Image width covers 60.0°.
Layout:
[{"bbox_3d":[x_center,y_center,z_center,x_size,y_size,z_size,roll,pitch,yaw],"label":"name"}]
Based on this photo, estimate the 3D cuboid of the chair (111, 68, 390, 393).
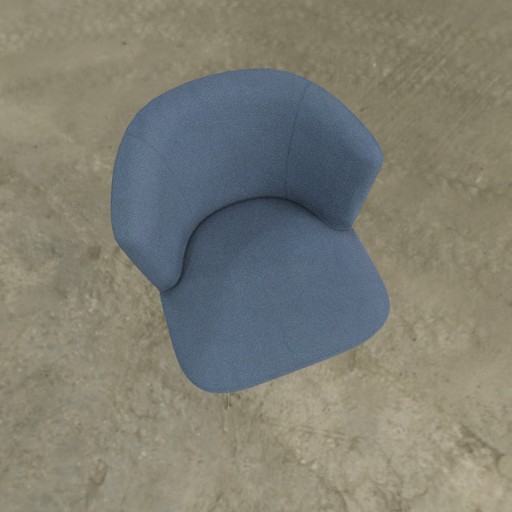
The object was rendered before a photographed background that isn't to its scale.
[{"bbox_3d":[0.000,0.000,1.317,0.661,0.760,0.702,-18,66,-9],"label":"chair"}]
